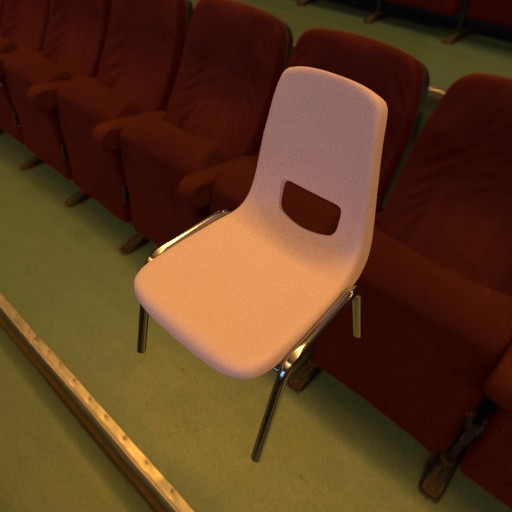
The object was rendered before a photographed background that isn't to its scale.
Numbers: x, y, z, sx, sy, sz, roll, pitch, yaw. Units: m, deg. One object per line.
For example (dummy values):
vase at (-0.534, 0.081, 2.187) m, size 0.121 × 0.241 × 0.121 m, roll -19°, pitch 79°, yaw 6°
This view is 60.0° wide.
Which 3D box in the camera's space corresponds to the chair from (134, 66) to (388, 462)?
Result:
chair at (0.000, 0.000, 0.787) m, size 0.354 × 0.537 × 0.385 m, roll 33°, pitch 53°, yaw 29°
